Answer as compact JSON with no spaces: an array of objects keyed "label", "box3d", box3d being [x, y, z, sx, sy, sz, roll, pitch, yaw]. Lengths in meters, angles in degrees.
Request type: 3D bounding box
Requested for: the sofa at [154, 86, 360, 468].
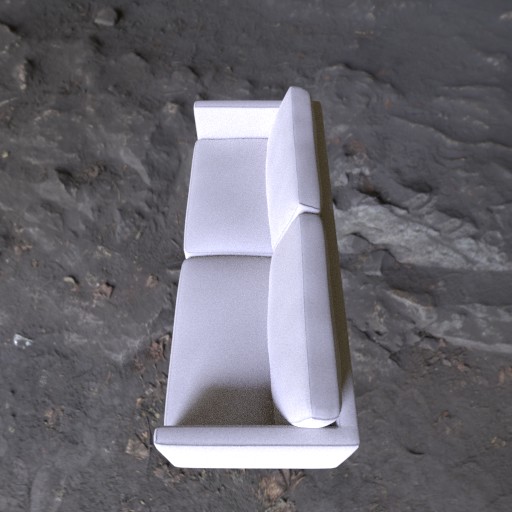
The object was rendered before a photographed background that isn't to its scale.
[{"label":"sofa","box3d":[0.000,0.000,2.800,0.951,0.962,2.361,0,57,0]}]
